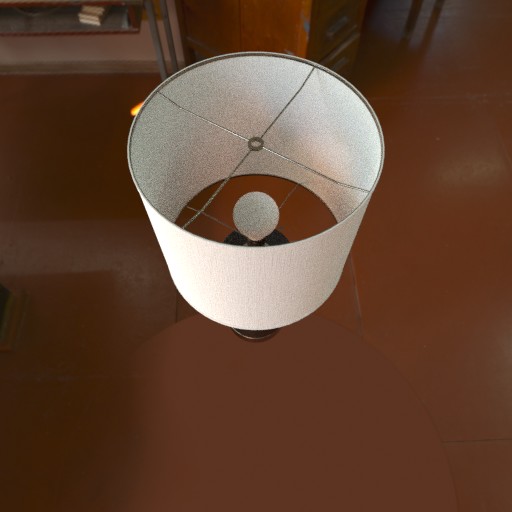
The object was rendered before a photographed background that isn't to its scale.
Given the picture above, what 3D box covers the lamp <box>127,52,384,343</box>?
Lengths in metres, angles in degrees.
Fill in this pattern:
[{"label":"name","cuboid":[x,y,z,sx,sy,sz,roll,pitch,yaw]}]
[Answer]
[{"label":"lamp","cuboid":[0.000,0.000,0.631,0.240,0.482,0.241,29,66,14]}]
